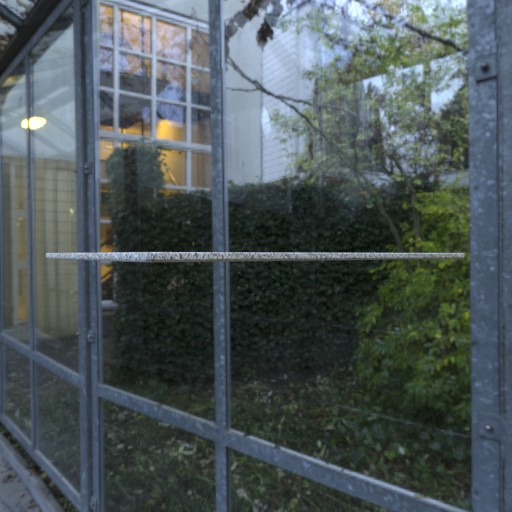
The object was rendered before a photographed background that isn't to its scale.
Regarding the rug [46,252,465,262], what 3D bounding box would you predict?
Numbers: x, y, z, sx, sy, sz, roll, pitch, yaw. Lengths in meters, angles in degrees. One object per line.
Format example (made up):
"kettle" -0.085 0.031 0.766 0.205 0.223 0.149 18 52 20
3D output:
"rug" 0.000 0.000 2.097 1.600 0.027 1.200 0 0 -37
